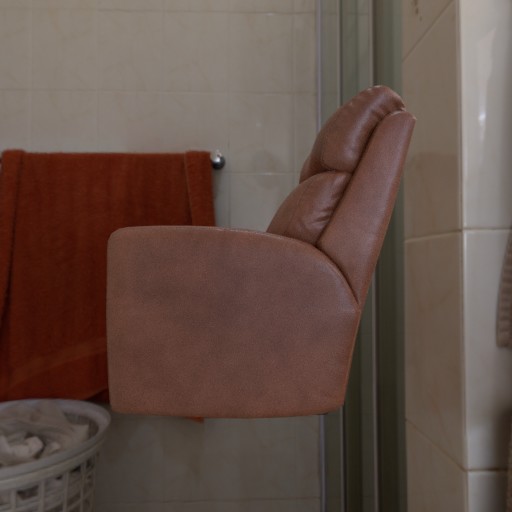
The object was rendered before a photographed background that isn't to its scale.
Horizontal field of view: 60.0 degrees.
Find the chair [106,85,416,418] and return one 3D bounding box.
[{"bbox_3d":[0.000,0.000,1.631,0.939,1.016,0.787,0,-1,0],"label":"chair"}]
